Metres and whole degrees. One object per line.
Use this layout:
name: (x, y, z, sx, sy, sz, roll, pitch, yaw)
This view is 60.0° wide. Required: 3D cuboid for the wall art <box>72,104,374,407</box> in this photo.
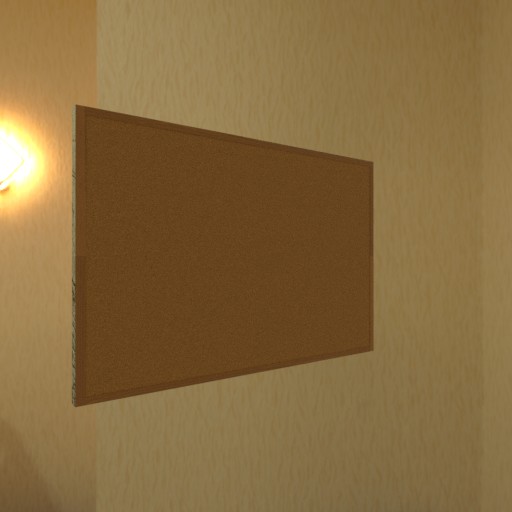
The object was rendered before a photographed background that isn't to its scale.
wall art: (0.000, 0.000, 1.457, 1.141, 0.758, 0.035, 0, 0, -36)
